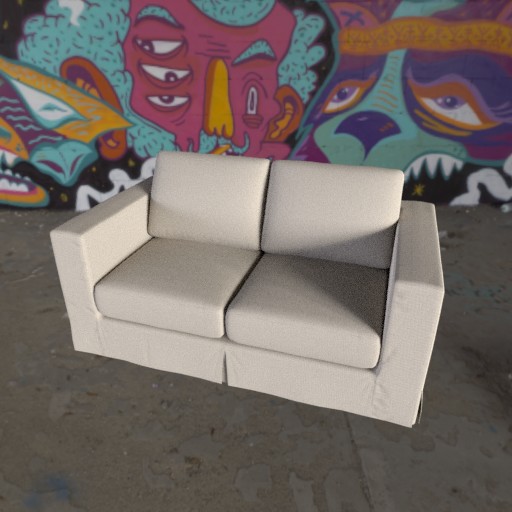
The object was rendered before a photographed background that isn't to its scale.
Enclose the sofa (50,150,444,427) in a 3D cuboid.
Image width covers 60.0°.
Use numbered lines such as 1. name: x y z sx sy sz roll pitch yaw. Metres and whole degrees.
1. sofa: 0.000 0.000 2.395 1.813 0.932 1.009 8 28 16
